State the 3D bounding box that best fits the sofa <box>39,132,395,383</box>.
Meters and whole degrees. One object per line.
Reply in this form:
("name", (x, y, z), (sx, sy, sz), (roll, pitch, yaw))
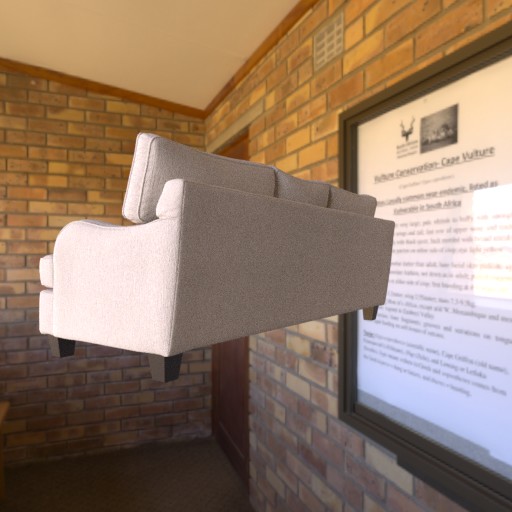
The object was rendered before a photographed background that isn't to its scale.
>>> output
("sofa", (0.000, 0.000, 2.809), (1.016, 0.991, 2.323), (0, 0, 36))
